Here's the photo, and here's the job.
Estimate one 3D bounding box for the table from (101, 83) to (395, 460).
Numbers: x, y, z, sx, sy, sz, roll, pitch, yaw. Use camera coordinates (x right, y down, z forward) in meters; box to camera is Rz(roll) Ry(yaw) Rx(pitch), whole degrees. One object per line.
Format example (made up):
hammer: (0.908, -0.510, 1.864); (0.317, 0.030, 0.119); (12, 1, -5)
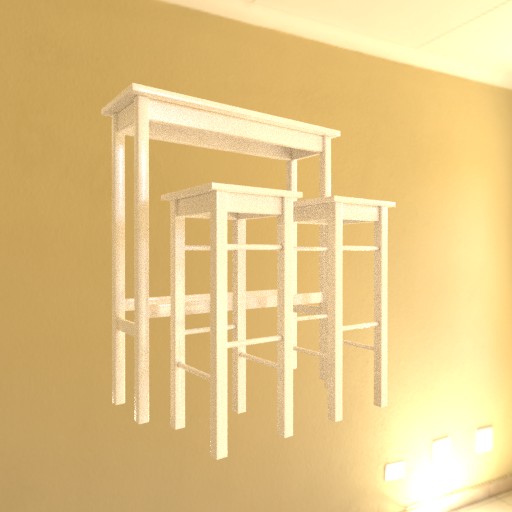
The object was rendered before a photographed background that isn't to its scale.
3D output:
table: (0.000, 0.000, 1.617); (0.915, 1.065, 0.650); (0, 0, -36)
